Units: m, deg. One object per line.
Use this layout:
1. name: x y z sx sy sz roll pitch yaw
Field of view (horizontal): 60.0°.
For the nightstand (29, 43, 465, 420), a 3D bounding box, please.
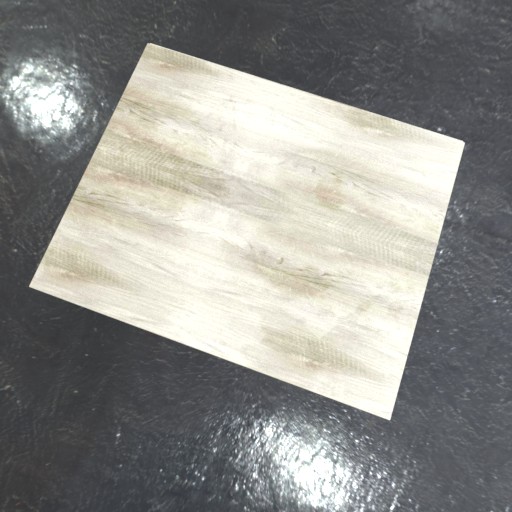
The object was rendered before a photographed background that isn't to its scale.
1. nightstand: 0.000 0.000 0.744 0.427 0.448 0.347 19 77 5
